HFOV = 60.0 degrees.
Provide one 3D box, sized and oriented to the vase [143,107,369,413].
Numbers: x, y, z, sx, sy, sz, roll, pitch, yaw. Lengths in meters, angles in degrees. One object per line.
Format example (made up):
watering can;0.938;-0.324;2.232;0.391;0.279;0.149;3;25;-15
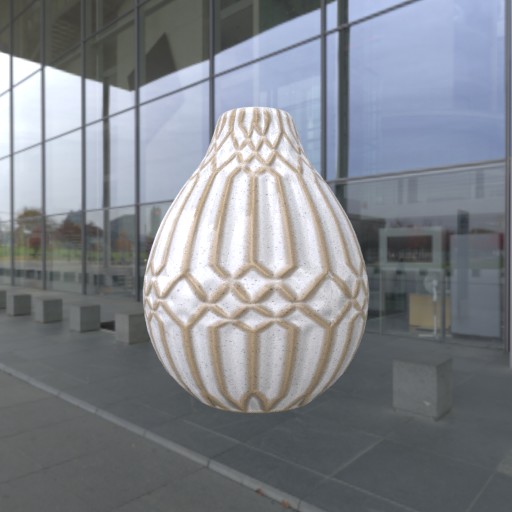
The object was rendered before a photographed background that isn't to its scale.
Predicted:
vase;0.000;0.000;0.322;0.159;0.200;0.159;0;0;0
